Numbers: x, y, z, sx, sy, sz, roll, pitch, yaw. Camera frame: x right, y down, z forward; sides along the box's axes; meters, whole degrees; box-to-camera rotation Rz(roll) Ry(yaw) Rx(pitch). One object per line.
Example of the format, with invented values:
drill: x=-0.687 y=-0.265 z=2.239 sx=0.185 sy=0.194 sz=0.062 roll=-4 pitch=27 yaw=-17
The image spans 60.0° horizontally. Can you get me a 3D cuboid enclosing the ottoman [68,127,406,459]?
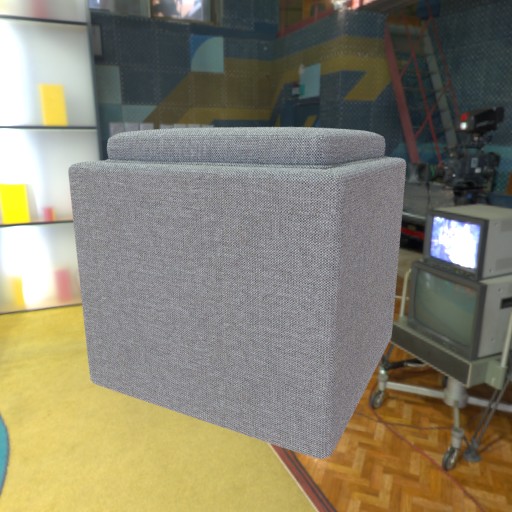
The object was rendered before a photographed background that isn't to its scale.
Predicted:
ottoman: x=0.000 y=0.000 z=0.830 sx=0.450 sy=0.460 sz=0.450 roll=7 pitch=17 yaw=26
